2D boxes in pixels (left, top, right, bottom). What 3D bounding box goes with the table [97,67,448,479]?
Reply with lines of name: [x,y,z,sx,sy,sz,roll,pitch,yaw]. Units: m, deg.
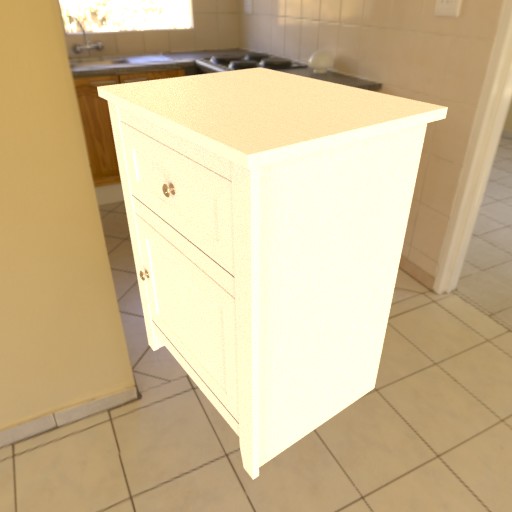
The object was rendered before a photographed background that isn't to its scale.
table: [0.000,0.000,0.916,0.381,0.635,0.480,-21,37,-30]
